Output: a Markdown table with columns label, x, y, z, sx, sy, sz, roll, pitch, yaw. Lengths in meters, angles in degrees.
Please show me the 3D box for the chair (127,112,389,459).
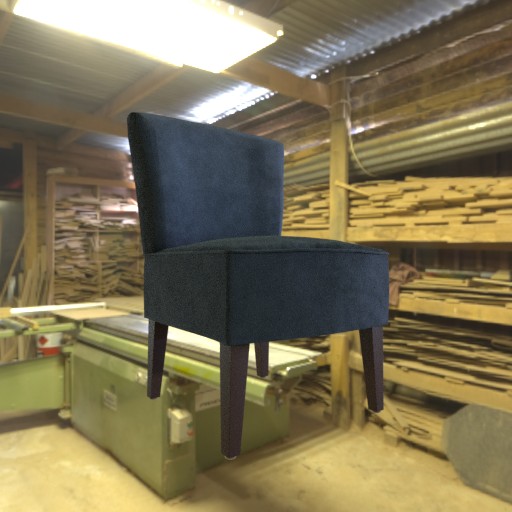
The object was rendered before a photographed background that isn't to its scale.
| label | x | y | z | sx | sy | sz | roll | pitch | yaw |
| --- | --- | --- | --- | --- | --- | --- | --- | --- | --- |
| chair | 0.000 | 0.000 | 1.184 | 0.521 | 0.806 | 0.551 | 0 | -1 | -37 |
